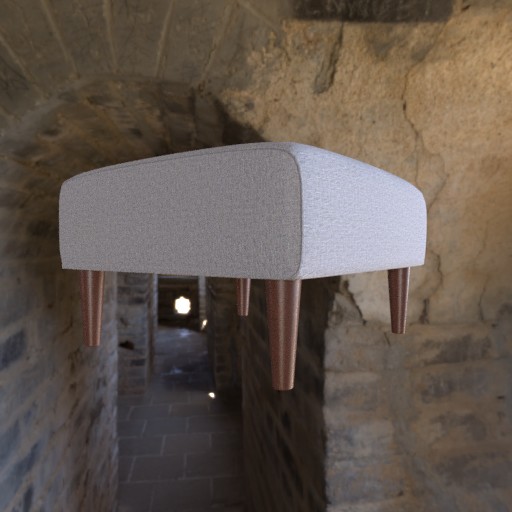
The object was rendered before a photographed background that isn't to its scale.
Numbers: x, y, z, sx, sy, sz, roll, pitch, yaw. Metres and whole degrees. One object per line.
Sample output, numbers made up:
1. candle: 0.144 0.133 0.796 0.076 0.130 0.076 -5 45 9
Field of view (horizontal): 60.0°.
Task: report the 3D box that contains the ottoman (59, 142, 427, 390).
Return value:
1. ottoman: 0.000 0.000 1.064 0.648 0.399 0.655 1 1 36
